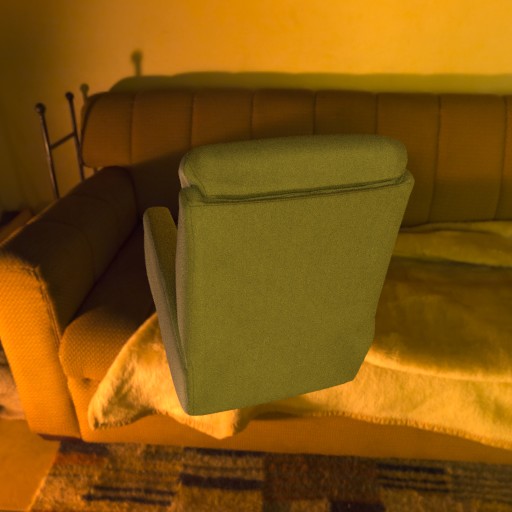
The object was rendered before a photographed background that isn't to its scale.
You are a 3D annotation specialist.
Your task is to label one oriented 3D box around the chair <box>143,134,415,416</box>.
[{"bbox_3d":[0.000,0.000,1.664,0.794,1.016,0.940,-8,28,-15],"label":"chair"}]
